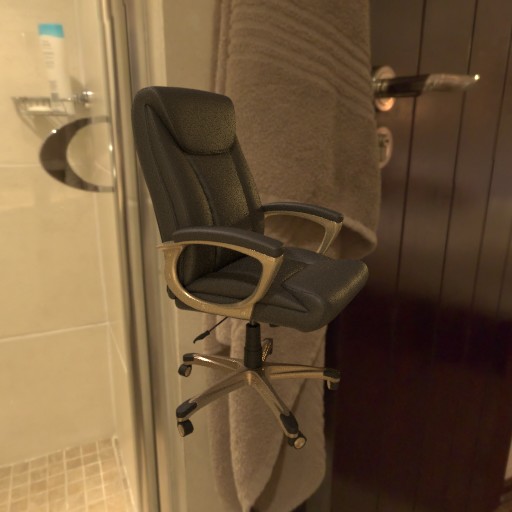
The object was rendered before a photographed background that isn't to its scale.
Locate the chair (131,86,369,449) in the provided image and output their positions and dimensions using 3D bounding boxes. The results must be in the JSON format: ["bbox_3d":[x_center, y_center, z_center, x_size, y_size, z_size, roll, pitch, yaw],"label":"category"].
[{"bbox_3d":[0.000,0.000,1.640,0.748,1.188,0.694,8,18,27],"label":"chair"}]
